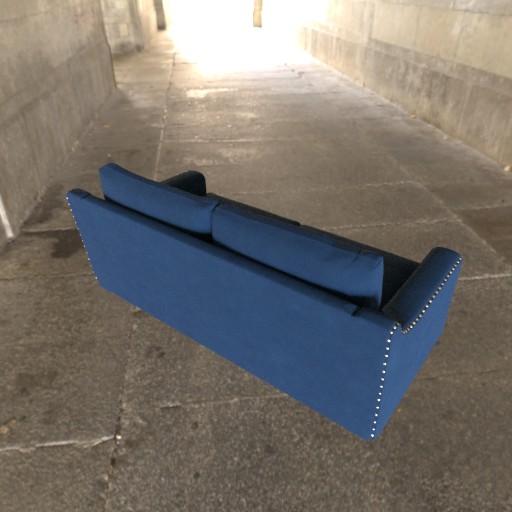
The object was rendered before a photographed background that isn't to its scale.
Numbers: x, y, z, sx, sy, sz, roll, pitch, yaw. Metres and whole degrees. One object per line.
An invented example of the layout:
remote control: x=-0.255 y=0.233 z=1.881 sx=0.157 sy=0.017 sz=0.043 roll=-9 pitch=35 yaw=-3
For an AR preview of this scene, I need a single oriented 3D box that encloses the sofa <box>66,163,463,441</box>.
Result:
sofa: x=0.000 y=0.000 z=2.708 sx=2.107 sy=0.983 sz=1.104 roll=22 pitch=38 yaw=31
